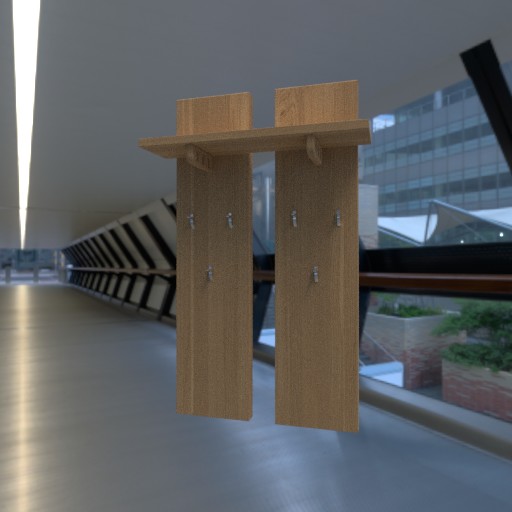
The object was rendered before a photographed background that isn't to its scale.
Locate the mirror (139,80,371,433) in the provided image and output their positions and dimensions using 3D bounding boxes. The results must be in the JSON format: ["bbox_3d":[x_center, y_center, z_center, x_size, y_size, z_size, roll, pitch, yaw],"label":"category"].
[{"bbox_3d":[0.000,0.000,1.595,0.800,1.250,0.260,0,0,17],"label":"mirror"}]
